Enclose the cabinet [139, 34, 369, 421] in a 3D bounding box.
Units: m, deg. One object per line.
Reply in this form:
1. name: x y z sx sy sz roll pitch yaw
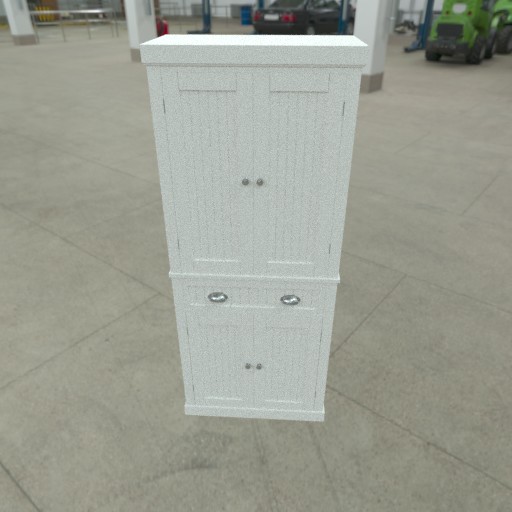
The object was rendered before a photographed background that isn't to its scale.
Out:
1. cabinet: 0.000 0.000 2.078 0.754 1.829 0.390 2 31 3
